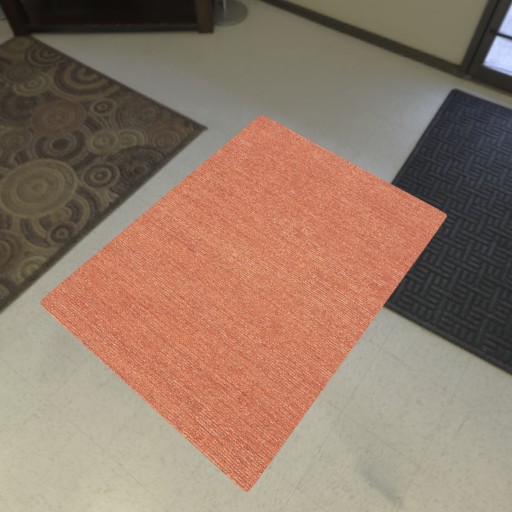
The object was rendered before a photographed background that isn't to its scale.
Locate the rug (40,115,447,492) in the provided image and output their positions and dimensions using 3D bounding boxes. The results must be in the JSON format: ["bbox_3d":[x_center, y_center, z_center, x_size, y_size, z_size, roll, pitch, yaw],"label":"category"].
[{"bbox_3d":[0.000,0.000,2.782,1.594,0.009,2.112,34,64,20],"label":"rug"}]
